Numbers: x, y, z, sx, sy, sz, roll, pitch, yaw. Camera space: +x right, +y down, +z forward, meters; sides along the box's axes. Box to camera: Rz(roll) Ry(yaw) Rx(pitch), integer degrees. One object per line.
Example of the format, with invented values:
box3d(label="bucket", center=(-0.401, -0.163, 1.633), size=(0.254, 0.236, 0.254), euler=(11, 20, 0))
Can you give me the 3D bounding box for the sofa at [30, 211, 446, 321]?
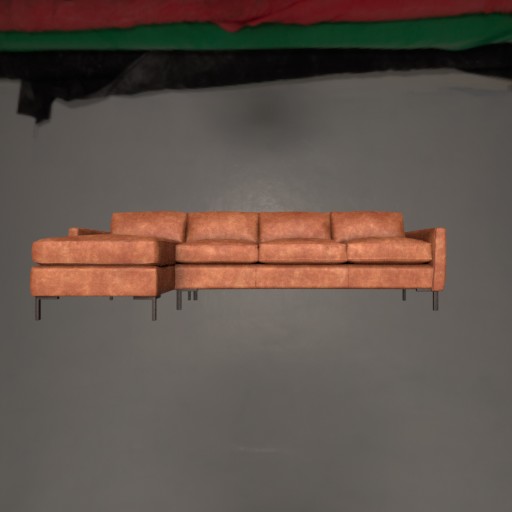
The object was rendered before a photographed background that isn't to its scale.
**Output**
box3d(label="sofa", center=(0.000, 0.000, 3.615), size=(2.993, 0.859, 1.471), euler=(0, 0, 1))
